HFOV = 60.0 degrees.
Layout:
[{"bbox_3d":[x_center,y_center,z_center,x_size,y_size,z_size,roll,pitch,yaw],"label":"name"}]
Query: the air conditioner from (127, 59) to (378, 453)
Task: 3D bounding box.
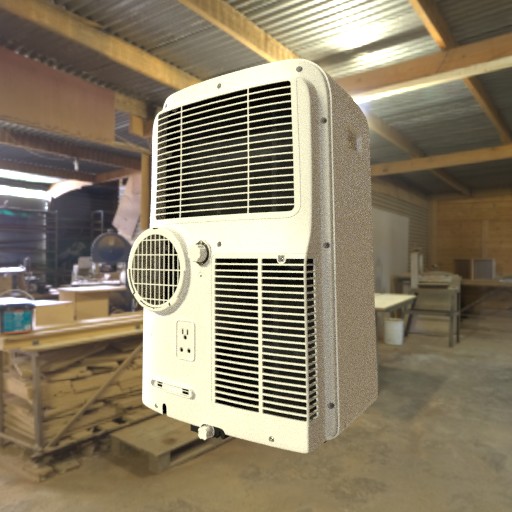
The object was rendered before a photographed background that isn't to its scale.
[{"bbox_3d":[0.000,0.000,0.955,0.454,0.700,0.365,0,0,35],"label":"air conditioner"}]
